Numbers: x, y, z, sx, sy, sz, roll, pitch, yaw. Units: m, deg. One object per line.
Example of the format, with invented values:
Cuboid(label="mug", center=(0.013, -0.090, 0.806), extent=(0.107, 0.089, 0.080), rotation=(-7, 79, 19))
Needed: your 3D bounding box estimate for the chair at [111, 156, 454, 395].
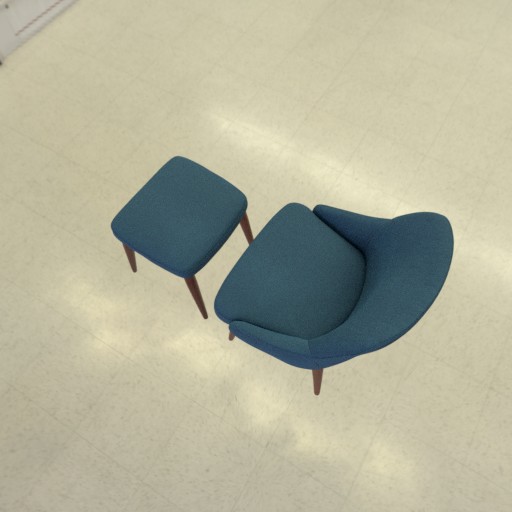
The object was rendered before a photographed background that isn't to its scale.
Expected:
Cuboid(label="chair", center=(0.000, 0.000, 1.621), extent=(1.114, 0.866, 0.584), rotation=(31, 67, 15))
